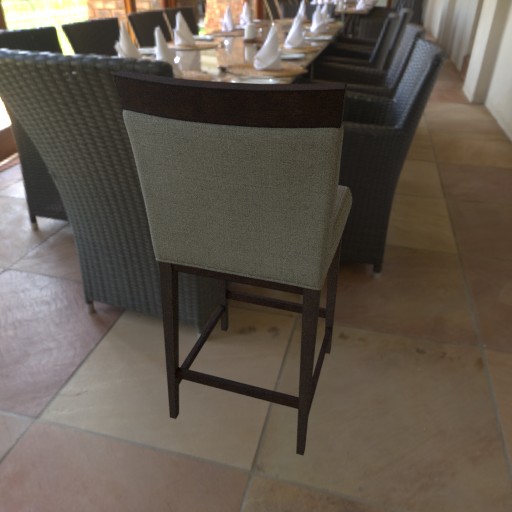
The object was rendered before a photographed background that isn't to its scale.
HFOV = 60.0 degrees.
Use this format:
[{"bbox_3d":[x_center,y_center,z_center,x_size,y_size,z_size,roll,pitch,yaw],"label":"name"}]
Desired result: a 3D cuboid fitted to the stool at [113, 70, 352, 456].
[{"bbox_3d":[0.000,0.000,1.382,0.511,1.117,0.531,10,33,15],"label":"stool"}]
